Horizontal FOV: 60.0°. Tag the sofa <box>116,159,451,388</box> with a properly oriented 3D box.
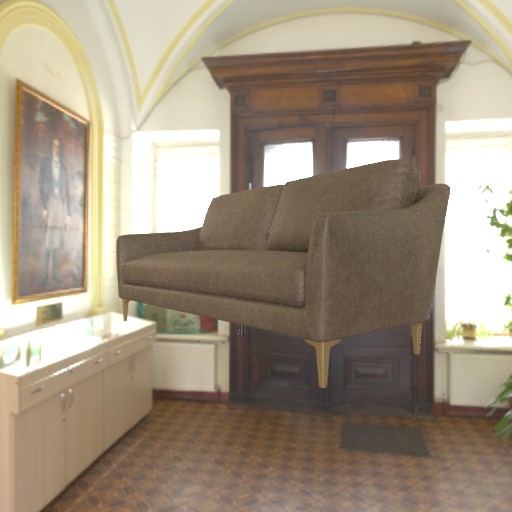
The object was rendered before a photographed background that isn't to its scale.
[{"bbox_3d":[0.000,0.000,2.542,0.960,0.902,2.036,0,0,-36],"label":"sofa"}]
